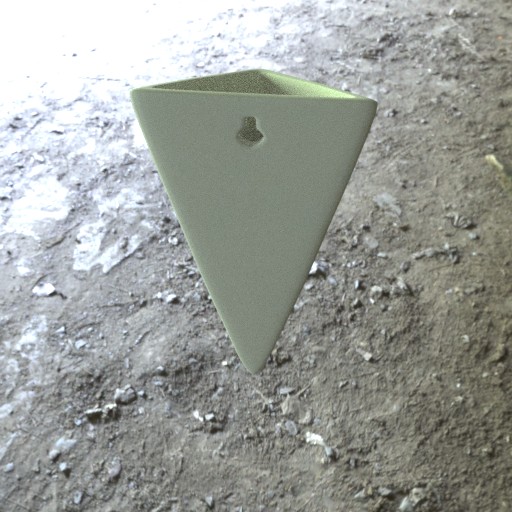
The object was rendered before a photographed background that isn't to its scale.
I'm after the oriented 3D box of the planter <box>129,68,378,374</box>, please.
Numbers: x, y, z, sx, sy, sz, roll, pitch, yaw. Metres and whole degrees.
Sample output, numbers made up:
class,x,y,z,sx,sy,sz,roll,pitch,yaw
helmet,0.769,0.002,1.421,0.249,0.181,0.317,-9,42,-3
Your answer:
class,x,y,z,sx,sy,sz,roll,pitch,yaw
planter,0.000,0.000,0.396,0.143,0.338,0.065,4,48,4
